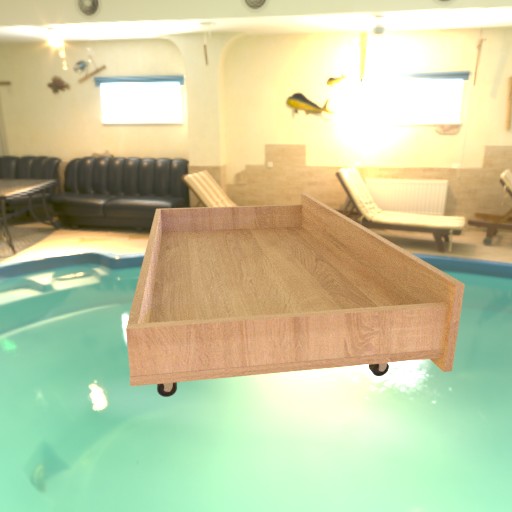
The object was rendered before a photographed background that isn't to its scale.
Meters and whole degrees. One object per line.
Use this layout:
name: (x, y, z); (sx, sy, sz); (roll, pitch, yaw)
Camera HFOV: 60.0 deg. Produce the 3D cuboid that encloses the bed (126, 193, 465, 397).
bed: (0.000, 0.000, 1.442); (0.685, 0.209, 1.200); (-3, 17, -9)
